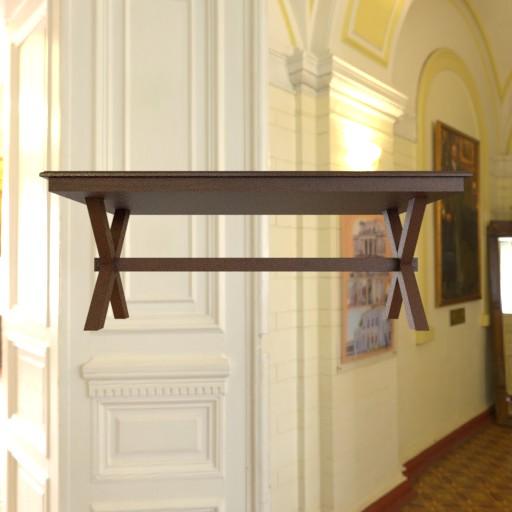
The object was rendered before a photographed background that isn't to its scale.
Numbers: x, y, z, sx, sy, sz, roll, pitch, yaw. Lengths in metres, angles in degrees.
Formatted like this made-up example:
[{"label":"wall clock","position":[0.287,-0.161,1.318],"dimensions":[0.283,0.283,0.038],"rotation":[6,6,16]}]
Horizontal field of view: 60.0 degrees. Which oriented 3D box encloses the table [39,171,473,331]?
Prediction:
[{"label":"table","position":[0.000,0.000,1.516],"dimensions":[1.197,0.459,0.594],"rotation":[0,-1,0]}]
